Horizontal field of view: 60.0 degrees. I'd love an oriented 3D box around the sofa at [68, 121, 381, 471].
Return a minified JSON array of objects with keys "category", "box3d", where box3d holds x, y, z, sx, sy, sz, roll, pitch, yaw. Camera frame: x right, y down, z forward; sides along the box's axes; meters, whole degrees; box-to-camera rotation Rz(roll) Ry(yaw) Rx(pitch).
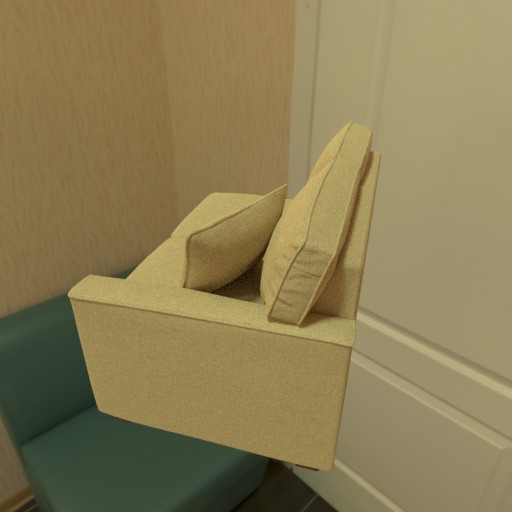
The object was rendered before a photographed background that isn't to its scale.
[{"category":"sofa","box3d":[0.000,0.000,2.045,0.991,0.989,1.388,8,31,14]}]
